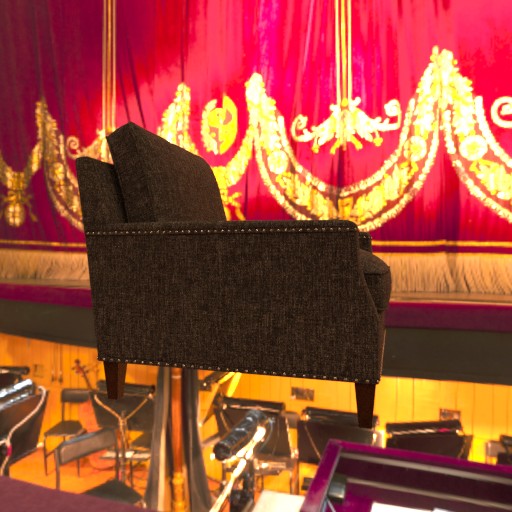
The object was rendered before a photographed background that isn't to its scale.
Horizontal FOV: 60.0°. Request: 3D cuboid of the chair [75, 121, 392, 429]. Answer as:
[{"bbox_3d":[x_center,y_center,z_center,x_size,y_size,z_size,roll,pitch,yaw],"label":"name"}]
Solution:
[{"bbox_3d":[0.000,0.000,1.733,1.014,0.943,0.853,0,1,17],"label":"chair"}]
